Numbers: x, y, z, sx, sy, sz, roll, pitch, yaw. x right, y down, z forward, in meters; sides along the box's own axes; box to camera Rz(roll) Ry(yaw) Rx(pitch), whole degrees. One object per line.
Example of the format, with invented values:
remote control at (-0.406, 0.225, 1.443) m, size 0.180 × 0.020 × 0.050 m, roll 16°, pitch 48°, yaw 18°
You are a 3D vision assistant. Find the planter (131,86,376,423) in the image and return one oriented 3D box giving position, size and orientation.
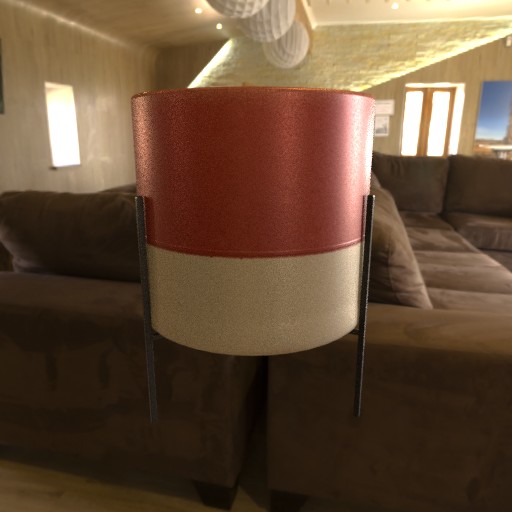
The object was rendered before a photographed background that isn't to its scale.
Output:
planter at (0.000, 0.000, 0.695) m, size 0.354 × 0.465 × 0.345 m, roll 8°, pitch 17°, yaw 26°
